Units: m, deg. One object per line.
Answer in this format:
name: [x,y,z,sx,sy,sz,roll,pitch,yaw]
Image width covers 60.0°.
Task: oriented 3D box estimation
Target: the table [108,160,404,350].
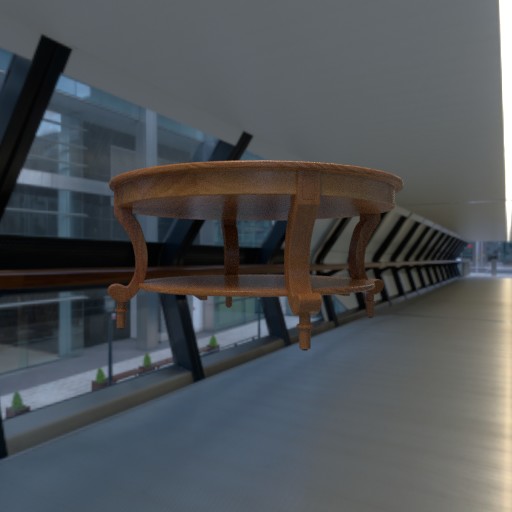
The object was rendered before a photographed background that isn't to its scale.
table: [0.000,0.000,1.625,1.029,0.490,1.029,0,1,0]
